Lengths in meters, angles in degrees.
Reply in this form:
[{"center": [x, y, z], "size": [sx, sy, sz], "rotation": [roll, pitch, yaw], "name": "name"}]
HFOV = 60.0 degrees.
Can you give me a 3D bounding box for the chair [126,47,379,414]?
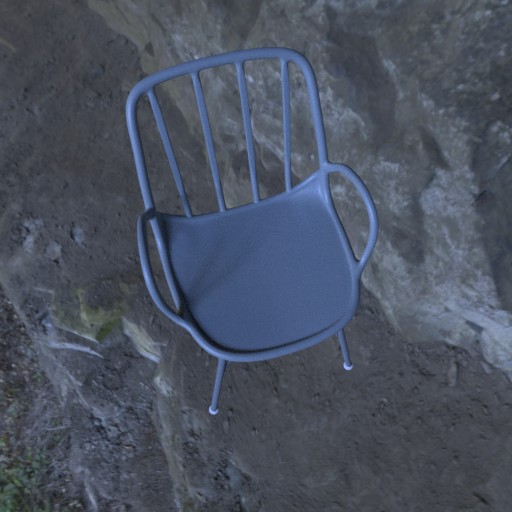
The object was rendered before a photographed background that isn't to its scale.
[{"center": [0.000, 0.000, 1.190], "size": [0.549, 0.816, 0.597], "rotation": [-16, 65, -8], "name": "chair"}]
